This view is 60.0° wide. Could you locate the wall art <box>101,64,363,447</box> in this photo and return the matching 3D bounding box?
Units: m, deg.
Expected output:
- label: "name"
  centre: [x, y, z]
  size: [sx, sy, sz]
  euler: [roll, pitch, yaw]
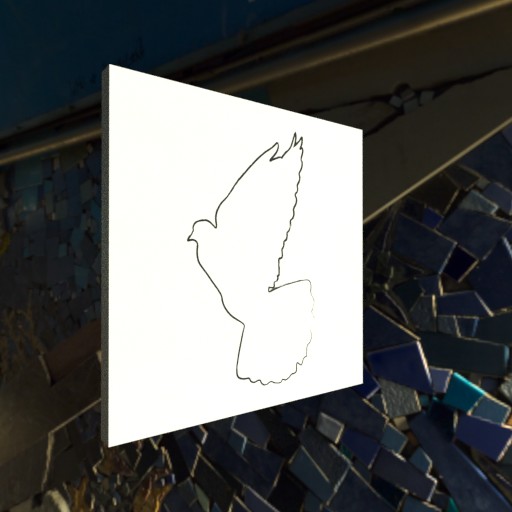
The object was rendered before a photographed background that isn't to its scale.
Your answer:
- label: "wall art"
  centre: [0.000, 0.000, 0.901]
  size: [0.610, 0.610, 0.038]
  euler: [0, 0, -36]
